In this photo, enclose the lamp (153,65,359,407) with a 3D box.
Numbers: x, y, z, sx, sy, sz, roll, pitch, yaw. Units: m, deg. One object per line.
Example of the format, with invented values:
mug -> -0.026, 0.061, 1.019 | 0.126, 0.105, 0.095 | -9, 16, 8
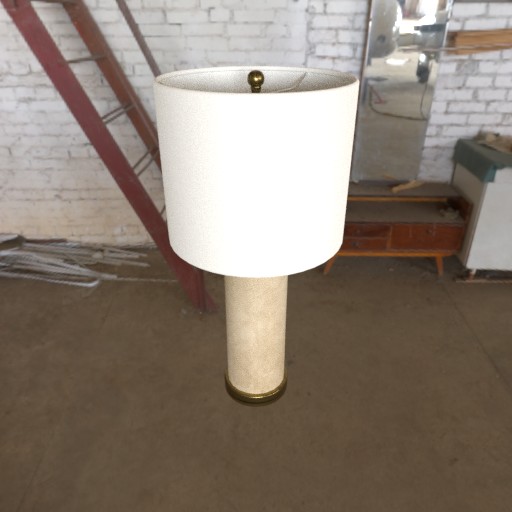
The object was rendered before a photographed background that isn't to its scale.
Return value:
lamp -> 0.000, 0.000, 0.814 | 0.305, 0.634, 0.305 | 19, 34, 30
